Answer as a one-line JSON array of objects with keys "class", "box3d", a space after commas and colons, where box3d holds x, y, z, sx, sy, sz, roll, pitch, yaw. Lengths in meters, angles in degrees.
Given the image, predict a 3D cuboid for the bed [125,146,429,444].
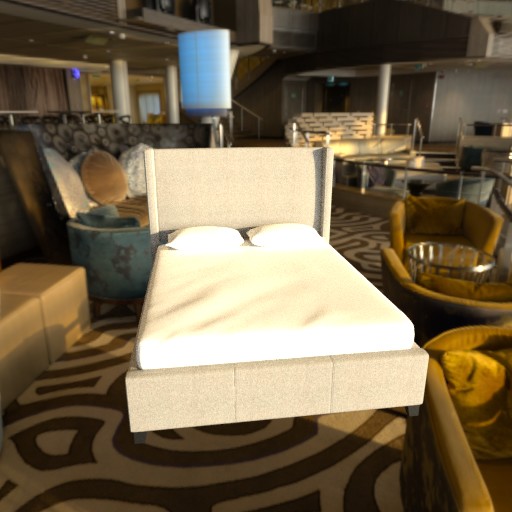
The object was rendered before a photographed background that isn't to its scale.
[{"class": "bed", "box3d": [0.000, 0.000, 3.450, 1.774, 1.491, 2.222, -3, 18, -8]}]
